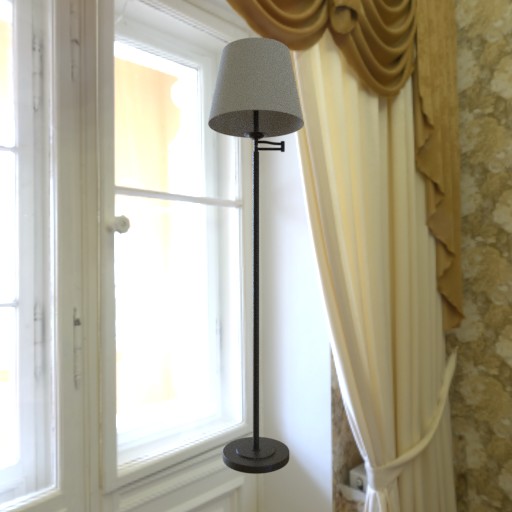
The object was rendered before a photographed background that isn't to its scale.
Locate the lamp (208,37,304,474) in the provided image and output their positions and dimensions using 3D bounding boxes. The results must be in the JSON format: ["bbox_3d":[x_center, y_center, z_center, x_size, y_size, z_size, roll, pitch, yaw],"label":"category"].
[{"bbox_3d":[0.000,0.000,1.618,0.348,1.473,0.348,0,0,0],"label":"lamp"}]
